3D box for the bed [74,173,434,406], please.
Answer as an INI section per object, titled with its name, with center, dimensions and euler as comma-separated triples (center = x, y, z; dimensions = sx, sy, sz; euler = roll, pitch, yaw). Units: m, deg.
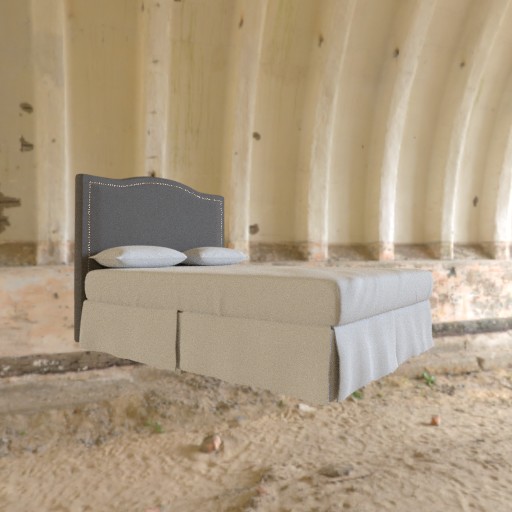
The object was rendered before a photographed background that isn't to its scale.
[bed]
center = 0.000, 0.000, 3.472
dimensions = 2.282, 1.436, 1.821
euler = 0, 0, 36
